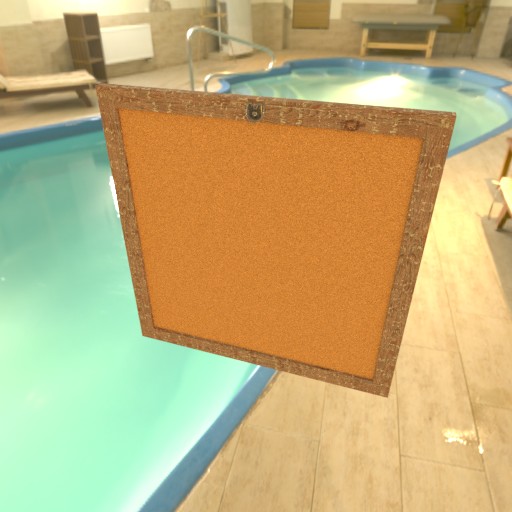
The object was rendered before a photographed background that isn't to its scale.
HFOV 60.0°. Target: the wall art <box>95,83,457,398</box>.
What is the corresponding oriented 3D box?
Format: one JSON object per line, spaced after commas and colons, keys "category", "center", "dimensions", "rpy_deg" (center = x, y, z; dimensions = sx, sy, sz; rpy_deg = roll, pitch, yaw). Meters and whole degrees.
{"category": "wall art", "center": [0.000, 0.000, 0.553], "dimensions": [0.380, 0.380, 0.022], "rpy_deg": [10, 35, 15]}
